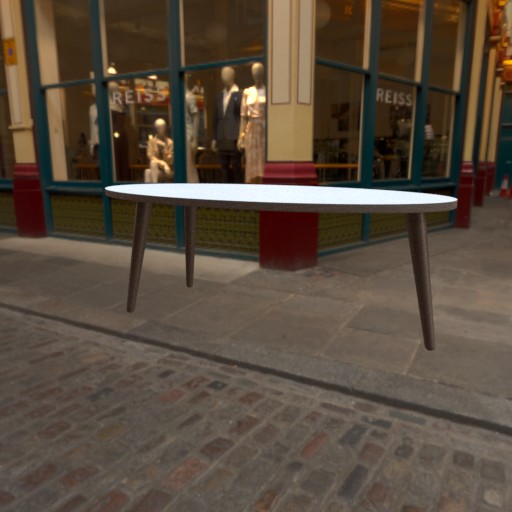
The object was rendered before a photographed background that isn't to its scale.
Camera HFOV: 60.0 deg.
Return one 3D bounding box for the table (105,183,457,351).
[{"bbox_3d":[0.000,0.000,1.343,1.083,0.390,0.542,7,15,28],"label":"table"}]
